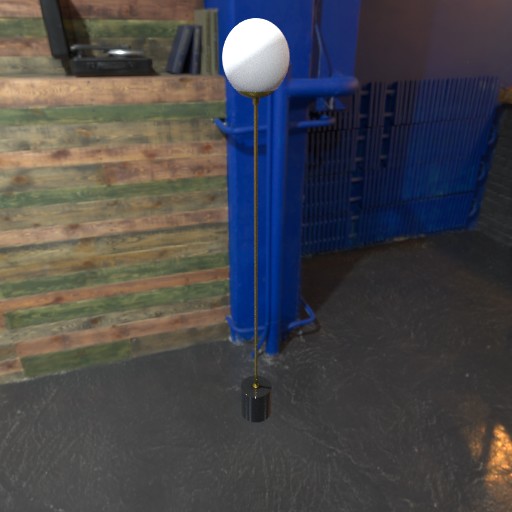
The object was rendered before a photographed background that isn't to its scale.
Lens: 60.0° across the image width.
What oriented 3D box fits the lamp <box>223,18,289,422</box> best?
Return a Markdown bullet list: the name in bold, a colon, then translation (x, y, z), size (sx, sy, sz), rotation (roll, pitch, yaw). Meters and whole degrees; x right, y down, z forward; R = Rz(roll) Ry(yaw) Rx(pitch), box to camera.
- **lamp**: translation (0.000, 0.000, 1.851), size (0.229, 1.748, 0.229), rotation (-8, 27, -15)
